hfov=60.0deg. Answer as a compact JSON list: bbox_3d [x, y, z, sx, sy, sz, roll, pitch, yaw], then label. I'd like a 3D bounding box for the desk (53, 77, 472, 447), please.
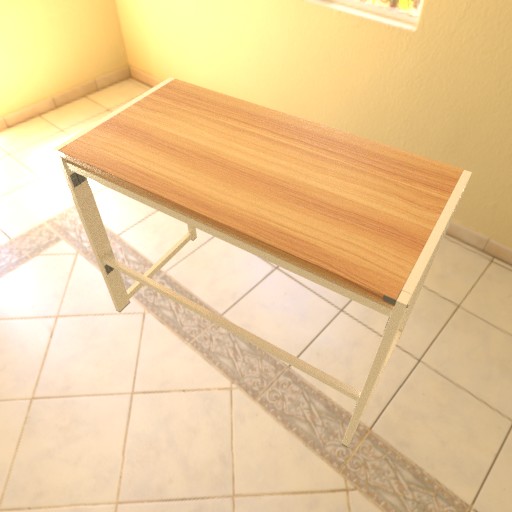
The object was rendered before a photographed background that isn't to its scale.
[{"bbox_3d":[0.000,0.000,1.469,1.016,0.762,0.508,25,52,21],"label":"desk"}]
